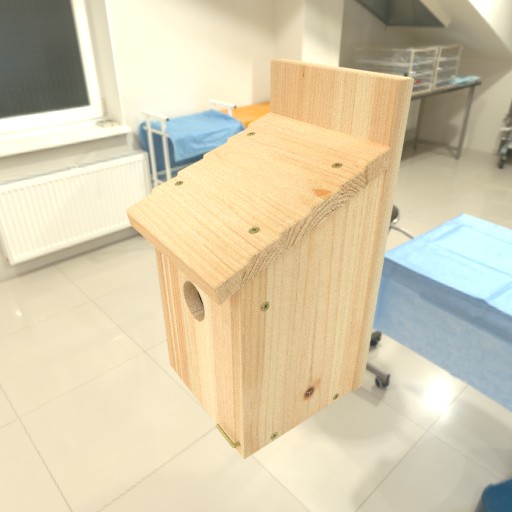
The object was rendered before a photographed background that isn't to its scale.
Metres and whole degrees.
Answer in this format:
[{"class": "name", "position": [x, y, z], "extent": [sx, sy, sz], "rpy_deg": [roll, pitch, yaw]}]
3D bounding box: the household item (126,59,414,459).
[{"class": "household item", "position": [0.000, 0.000, 0.395], "extent": [0.171, 0.300, 0.149], "rpy_deg": [-20, 35, -31]}]
